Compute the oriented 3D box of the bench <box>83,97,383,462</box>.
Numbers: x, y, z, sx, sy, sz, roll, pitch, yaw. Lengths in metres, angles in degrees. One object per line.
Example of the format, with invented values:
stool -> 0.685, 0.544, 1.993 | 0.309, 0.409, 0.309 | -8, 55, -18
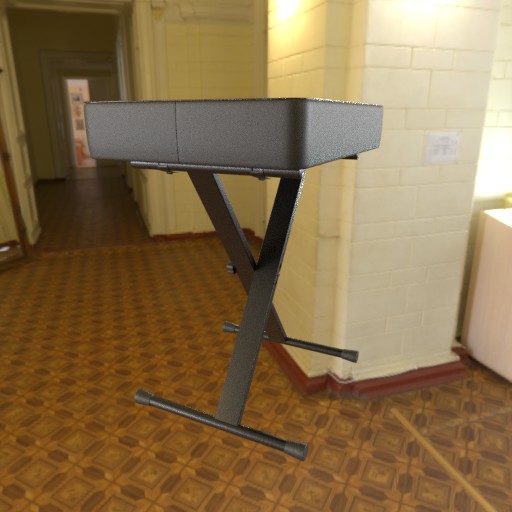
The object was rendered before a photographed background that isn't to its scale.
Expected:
bench -> 0.000, 0.000, 0.771 | 0.321, 0.500, 0.424 | 8, 19, 25
